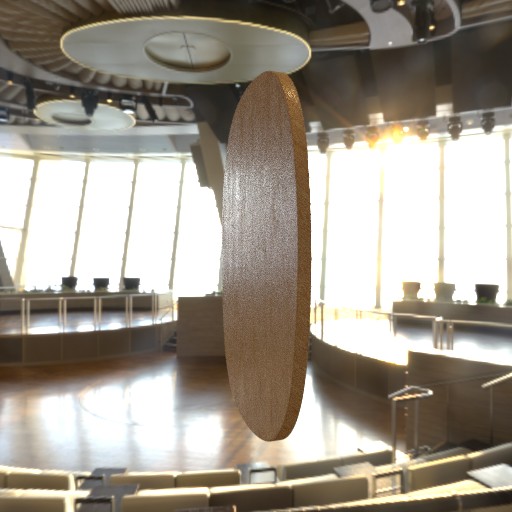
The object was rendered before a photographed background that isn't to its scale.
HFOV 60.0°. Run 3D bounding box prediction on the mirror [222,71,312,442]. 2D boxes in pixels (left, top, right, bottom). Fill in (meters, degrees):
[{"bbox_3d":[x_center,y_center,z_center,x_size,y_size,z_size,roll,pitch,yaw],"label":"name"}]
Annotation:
[{"bbox_3d":[0.000,0.000,1.379,0.037,1.075,0.724,0,-1,-19],"label":"mirror"}]
